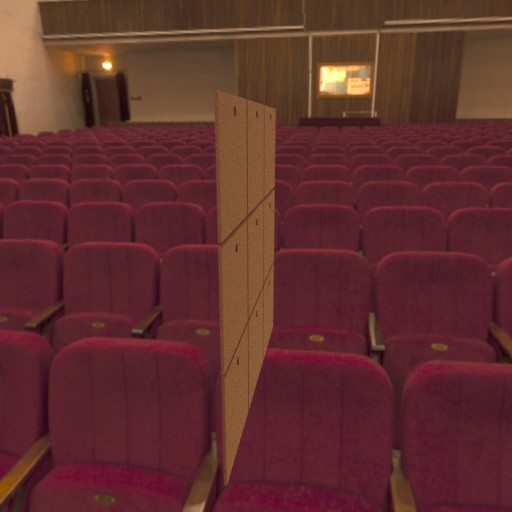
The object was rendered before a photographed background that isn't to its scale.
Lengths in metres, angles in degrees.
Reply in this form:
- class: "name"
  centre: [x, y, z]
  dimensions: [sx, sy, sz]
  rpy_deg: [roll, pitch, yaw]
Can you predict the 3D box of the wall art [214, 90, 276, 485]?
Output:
- class: "wall art"
  centre: [0.000, 0.000, 2.339]
  dimensions: [0.019, 1.532, 1.533]
  rpy_deg: [3, 16, 9]
